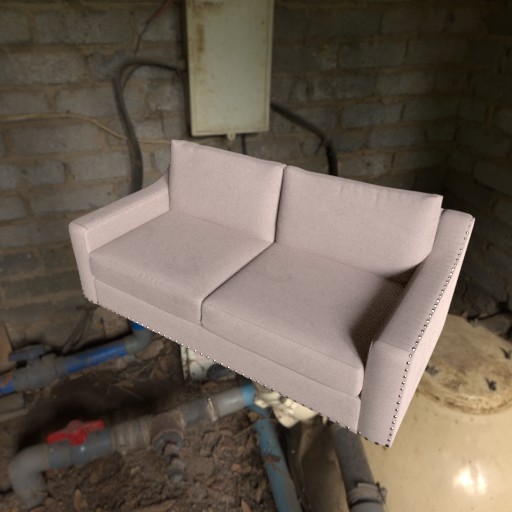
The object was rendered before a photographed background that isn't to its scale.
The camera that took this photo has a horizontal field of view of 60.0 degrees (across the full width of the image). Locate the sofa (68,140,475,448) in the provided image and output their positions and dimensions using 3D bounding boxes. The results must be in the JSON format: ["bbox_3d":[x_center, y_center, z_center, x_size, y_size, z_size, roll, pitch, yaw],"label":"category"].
[{"bbox_3d":[0.000,0.000,2.468,1.967,0.901,1.030,19,36,28],"label":"sofa"}]
